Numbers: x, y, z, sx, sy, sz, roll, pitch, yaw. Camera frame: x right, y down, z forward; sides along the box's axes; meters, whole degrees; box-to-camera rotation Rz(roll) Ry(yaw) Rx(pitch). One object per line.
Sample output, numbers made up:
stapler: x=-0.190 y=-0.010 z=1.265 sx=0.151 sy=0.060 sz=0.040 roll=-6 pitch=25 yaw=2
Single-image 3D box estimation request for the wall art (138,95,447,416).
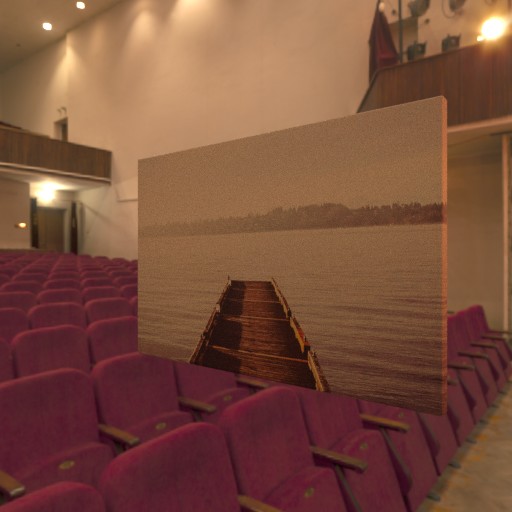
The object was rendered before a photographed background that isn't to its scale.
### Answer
wall art: x=0.000 y=0.000 z=0.760 sx=0.615 sy=0.410 sz=0.021 roll=0 pitch=0 yaw=37
